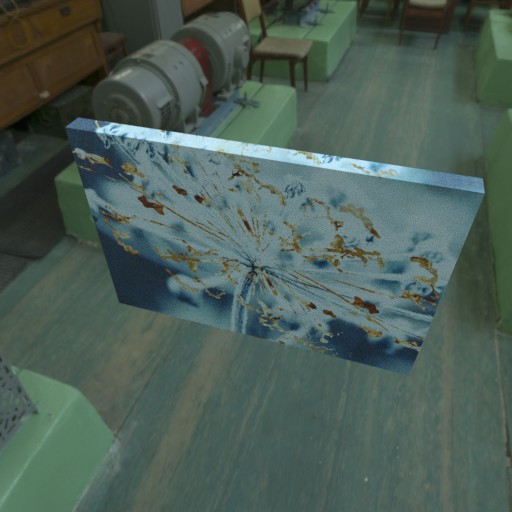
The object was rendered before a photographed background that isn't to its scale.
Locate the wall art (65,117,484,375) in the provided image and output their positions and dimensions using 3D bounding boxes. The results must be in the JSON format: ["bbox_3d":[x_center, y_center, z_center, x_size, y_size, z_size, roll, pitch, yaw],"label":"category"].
[{"bbox_3d":[0.000,0.000,0.768,0.607,0.405,0.036,12,44,13],"label":"wall art"}]
